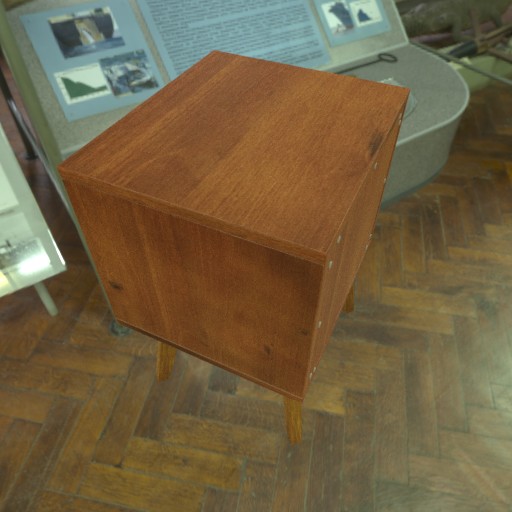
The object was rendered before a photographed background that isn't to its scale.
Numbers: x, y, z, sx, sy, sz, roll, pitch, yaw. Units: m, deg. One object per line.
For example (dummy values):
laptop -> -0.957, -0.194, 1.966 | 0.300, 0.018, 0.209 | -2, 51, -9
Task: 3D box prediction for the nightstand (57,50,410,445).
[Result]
nightstand -> 0.000, 0.000, 0.936 | 0.411, 0.618, 0.460 | 19, 49, 17
